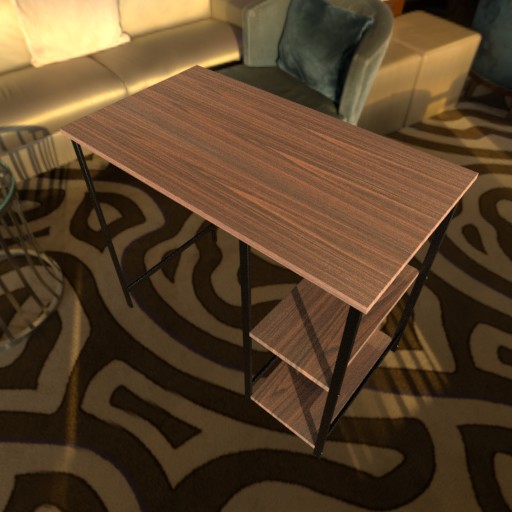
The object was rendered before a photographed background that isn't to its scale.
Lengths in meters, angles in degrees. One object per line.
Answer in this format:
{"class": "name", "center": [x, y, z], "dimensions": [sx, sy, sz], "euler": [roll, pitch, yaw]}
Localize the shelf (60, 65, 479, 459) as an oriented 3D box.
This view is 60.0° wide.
{"class": "shelf", "center": [0.000, 0.000, 1.344], "dimensions": [0.902, 0.750, 0.498], "euler": [31, 54, 26]}
